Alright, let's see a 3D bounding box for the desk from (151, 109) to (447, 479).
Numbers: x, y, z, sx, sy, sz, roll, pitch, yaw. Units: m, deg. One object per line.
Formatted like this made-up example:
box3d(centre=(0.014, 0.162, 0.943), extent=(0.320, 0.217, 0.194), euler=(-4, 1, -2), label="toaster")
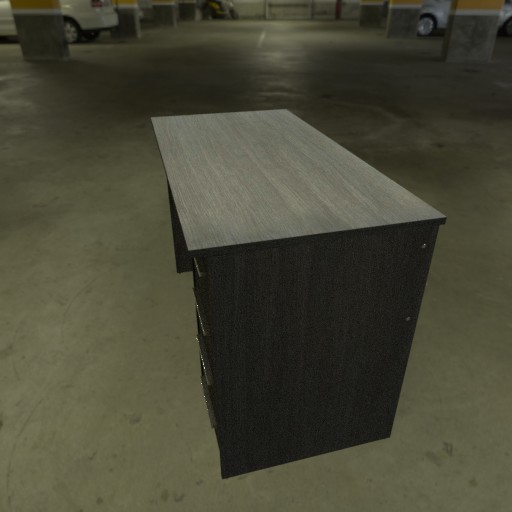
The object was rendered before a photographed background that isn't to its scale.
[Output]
box3d(centre=(0.000, 0.000, 1.535), extent=(0.560, 0.730, 1.096), euler=(-8, 31, -13), label="desk")
